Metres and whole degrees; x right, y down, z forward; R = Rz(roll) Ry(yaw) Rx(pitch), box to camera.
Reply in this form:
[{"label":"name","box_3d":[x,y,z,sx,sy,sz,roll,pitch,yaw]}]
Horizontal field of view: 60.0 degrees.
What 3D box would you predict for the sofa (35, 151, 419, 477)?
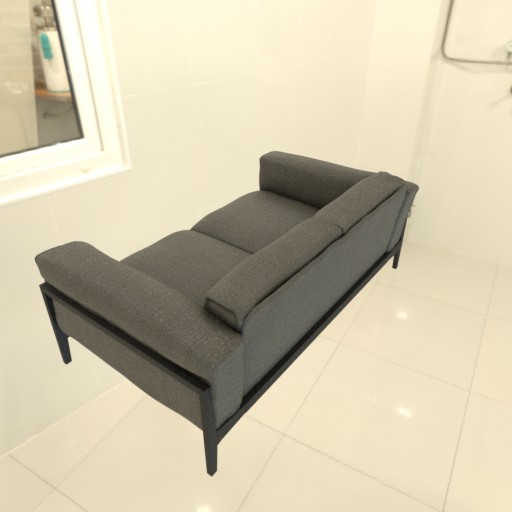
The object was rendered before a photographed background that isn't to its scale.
[{"label":"sofa","box_3d":[0.000,0.000,2.170,0.960,0.656,1.690,22,38,31]}]
